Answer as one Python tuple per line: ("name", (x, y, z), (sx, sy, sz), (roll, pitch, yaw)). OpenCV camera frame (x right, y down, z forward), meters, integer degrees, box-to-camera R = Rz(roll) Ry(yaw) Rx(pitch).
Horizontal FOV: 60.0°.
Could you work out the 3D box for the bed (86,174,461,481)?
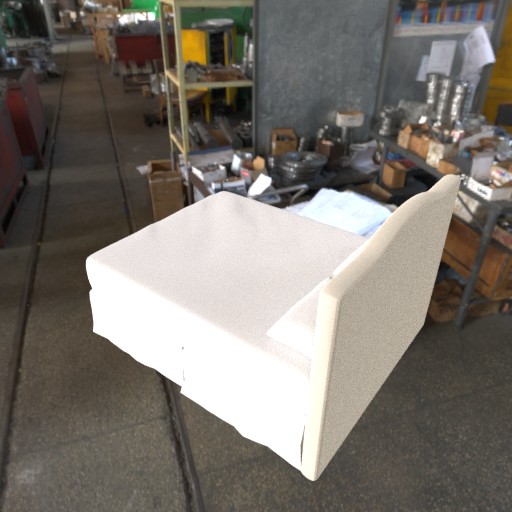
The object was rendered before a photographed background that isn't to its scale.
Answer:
("bed", (0.000, 0.000, 3.296), (2.196, 1.449, 1.741), (22, 39, 31))
